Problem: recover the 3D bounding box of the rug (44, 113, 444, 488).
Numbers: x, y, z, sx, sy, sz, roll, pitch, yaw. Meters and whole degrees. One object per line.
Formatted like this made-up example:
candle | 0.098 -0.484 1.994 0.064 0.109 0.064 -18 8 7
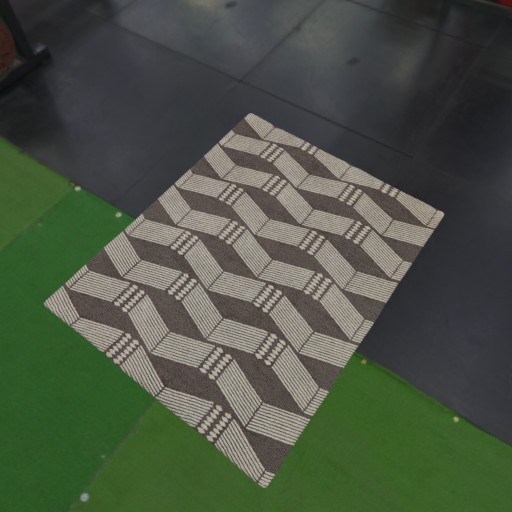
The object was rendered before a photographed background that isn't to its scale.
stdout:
rug | 0.000 0.000 4.171 2.438 0.016 3.048 33 64 18
